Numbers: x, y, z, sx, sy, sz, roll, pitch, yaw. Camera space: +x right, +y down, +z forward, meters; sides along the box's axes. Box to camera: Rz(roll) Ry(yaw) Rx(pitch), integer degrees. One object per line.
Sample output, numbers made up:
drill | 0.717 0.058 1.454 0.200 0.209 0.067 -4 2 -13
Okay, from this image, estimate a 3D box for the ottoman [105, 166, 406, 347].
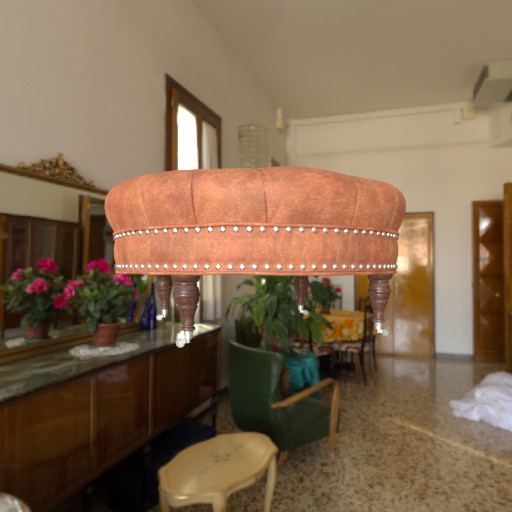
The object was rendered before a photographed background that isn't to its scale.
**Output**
ottoman | 0.000 0.000 1.393 0.901 0.444 0.901 0 -1 0
